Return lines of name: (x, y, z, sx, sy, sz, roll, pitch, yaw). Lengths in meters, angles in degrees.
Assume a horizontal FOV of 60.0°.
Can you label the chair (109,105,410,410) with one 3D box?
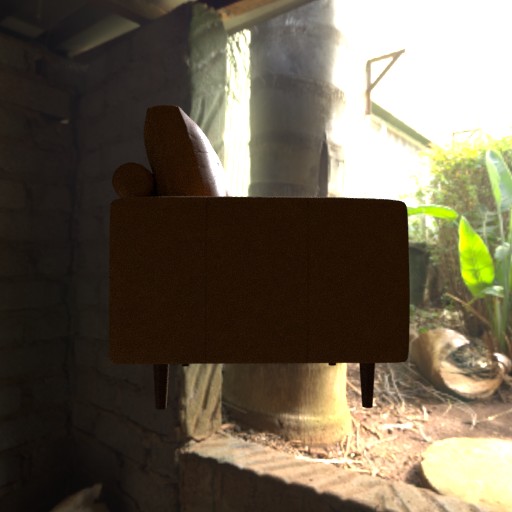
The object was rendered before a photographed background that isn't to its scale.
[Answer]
chair: (0.000, 0.000, 1.570, 0.868, 0.896, 0.831, 0, -1, -1)
